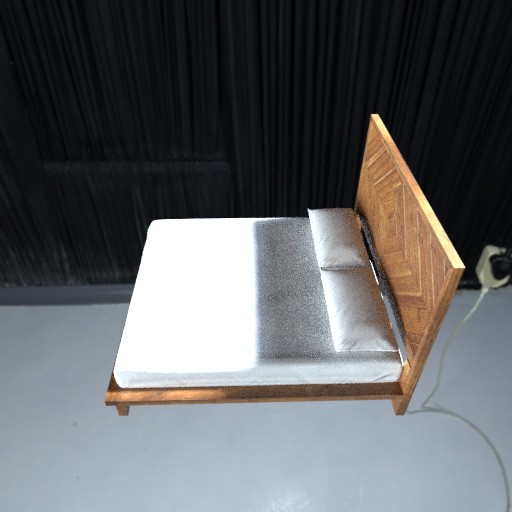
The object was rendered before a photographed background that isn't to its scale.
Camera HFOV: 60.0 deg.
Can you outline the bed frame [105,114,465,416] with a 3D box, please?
[{"bbox_3d":[0.000,0.000,3.667,2.235,1.537,2.038,-1,41,-1],"label":"bed frame"}]
